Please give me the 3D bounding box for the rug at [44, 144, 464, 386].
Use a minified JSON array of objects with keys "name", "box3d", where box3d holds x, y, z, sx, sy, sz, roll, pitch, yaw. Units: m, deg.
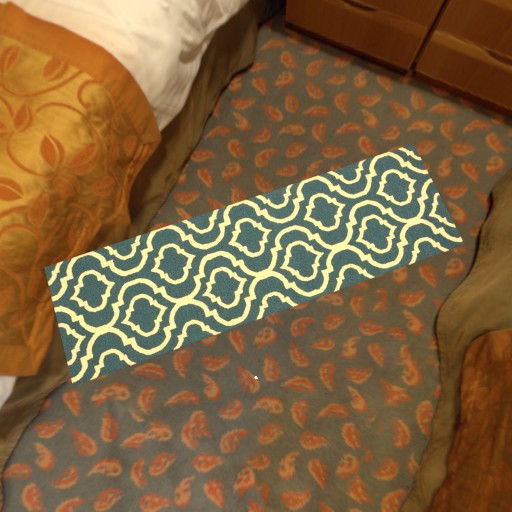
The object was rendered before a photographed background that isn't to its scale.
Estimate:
[{"name":"rug","box3d":[0.000,0.000,2.526,2.296,0.006,0.685,-19,76,-5]}]
